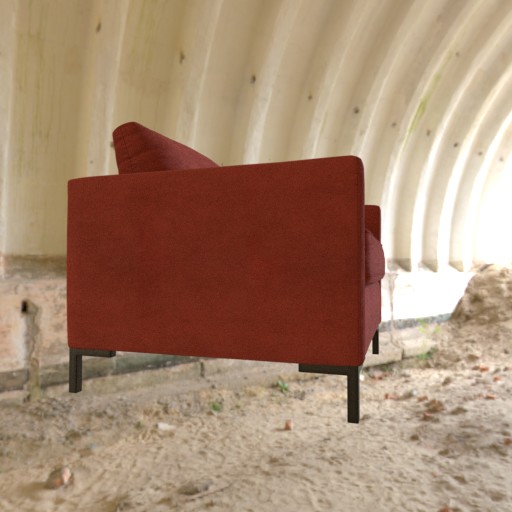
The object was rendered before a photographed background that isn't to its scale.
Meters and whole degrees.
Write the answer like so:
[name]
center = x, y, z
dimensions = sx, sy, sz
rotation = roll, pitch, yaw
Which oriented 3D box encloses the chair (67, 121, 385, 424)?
[chair]
center = 0.000, 0.000, 1.594
dimensions = 0.875, 0.812, 0.964
rotation = -1, -2, 18
